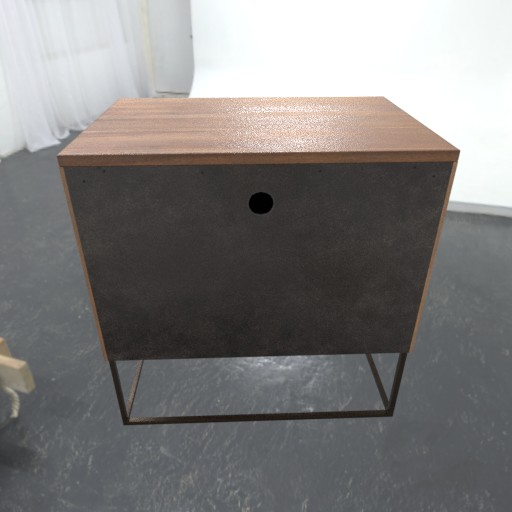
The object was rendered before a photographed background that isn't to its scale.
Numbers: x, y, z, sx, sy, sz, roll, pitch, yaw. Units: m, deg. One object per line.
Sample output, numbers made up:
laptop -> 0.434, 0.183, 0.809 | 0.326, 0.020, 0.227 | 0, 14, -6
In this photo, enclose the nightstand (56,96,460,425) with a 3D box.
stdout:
nightstand -> 0.000, 0.000, 1.000 | 0.605, 0.611, 0.427 | -1, 31, -2
